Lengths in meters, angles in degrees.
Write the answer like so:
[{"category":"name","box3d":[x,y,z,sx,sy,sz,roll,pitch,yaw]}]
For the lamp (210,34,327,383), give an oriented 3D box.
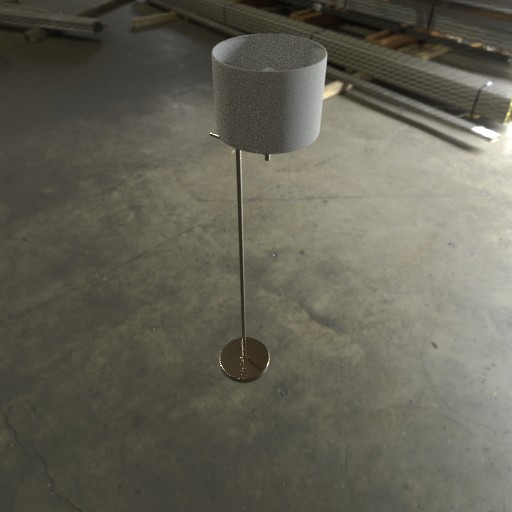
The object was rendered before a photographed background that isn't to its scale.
[{"category":"lamp","box3d":[0.000,0.000,1.799,0.416,1.600,0.324,26,48,26]}]
